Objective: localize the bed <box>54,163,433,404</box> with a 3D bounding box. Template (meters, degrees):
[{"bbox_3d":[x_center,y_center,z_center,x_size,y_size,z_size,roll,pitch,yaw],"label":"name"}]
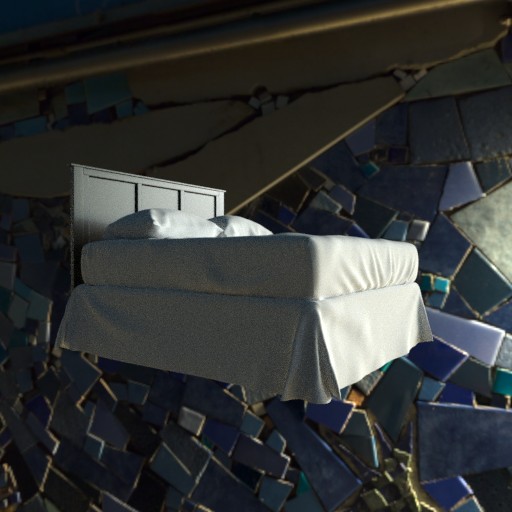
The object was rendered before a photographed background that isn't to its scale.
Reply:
[{"bbox_3d":[0.000,0.000,3.130,2.050,1.270,1.870,0,0,36],"label":"bed"}]
